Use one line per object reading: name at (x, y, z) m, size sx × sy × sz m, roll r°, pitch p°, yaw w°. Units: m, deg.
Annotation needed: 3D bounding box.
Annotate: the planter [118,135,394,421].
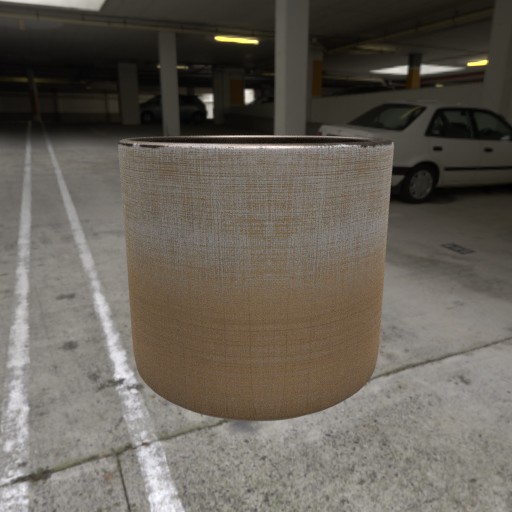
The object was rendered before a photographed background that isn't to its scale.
planter at (0.000, 0.000, 0.391) m, size 0.221 × 0.201 × 0.221 m, roll 0°, pitch 17°, yaw 0°
